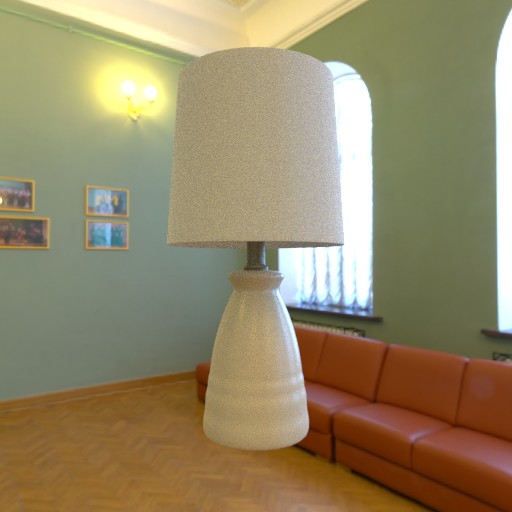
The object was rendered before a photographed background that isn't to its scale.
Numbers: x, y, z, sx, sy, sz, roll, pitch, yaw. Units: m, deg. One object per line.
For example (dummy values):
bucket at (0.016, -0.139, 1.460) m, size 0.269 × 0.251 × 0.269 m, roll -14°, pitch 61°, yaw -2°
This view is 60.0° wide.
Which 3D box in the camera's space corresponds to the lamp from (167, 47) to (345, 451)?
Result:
lamp at (0.000, 0.000, 0.472) m, size 0.186 × 0.369 × 0.186 m, roll 0°, pitch -1°, yaw 0°
